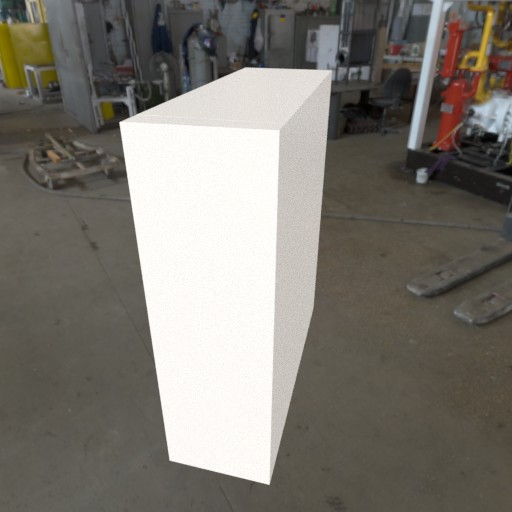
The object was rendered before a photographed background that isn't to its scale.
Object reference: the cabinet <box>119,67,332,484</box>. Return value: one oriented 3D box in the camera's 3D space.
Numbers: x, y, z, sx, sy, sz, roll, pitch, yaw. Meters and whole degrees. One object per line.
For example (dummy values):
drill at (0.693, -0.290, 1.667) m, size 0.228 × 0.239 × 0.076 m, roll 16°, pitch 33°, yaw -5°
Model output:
cabinet at (0.000, 0.000, 1.610) m, size 0.348 × 1.150 × 0.990 m, roll 7°, pitch 30°, yaw 13°
